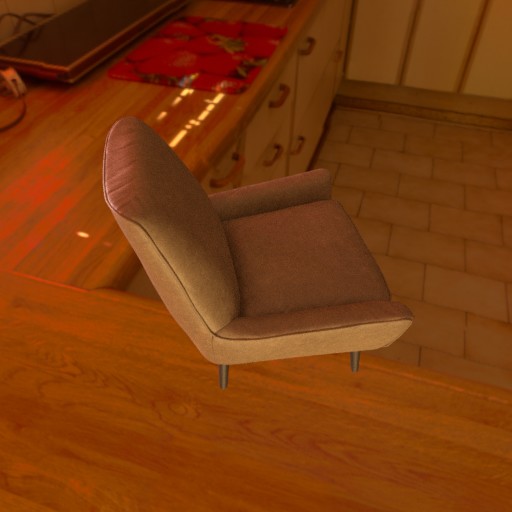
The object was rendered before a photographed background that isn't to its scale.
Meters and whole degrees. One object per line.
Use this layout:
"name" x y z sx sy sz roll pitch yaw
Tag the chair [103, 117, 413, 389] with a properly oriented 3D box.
"chair" 0.000 0.000 1.528 0.824 0.888 0.787 -9 46 -9
